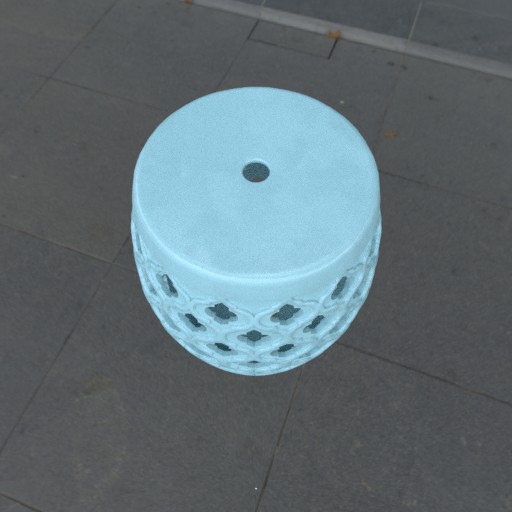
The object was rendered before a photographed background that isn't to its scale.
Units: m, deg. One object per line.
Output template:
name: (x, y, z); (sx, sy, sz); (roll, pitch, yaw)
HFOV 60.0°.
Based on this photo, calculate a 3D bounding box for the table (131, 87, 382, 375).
table: (0.000, 0.000, 0.638); (0.325, 0.388, 0.325); (0, 62, 0)
